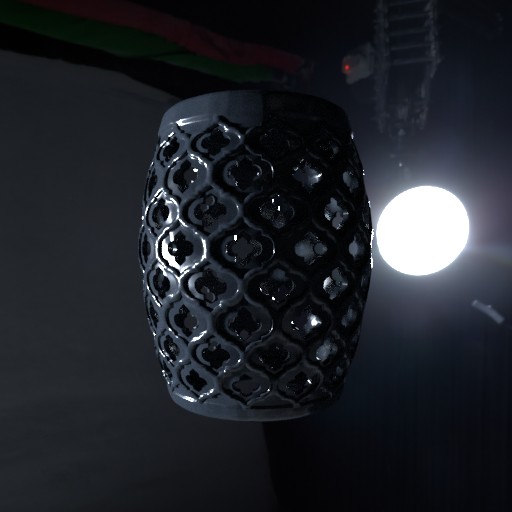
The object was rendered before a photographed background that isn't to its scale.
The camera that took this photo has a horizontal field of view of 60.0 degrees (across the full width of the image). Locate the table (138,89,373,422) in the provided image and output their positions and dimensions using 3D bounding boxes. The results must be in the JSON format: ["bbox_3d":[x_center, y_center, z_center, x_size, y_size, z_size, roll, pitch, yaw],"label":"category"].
[{"bbox_3d":[0.000,0.000,0.636,0.325,0.388,0.325,0,1,0],"label":"table"}]
